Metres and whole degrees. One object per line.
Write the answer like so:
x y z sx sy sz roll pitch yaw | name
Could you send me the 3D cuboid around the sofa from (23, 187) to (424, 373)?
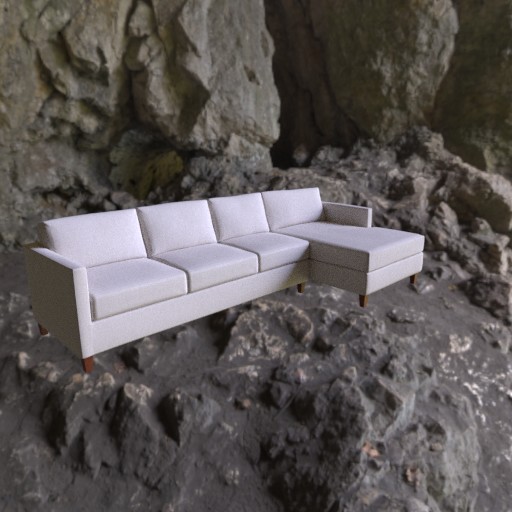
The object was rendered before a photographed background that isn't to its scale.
0.000 0.000 4.057 3.471 0.954 1.599 -14 21 -42 | sofa
